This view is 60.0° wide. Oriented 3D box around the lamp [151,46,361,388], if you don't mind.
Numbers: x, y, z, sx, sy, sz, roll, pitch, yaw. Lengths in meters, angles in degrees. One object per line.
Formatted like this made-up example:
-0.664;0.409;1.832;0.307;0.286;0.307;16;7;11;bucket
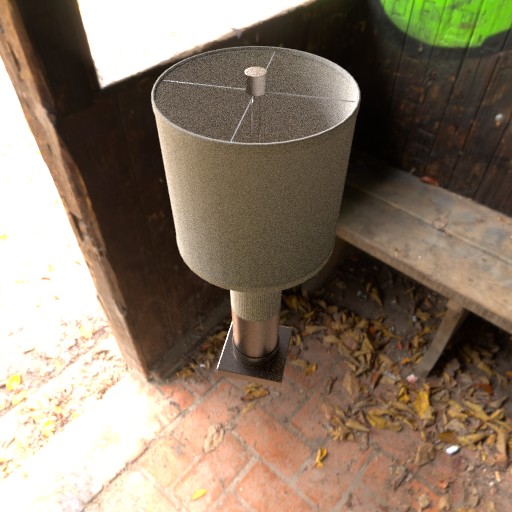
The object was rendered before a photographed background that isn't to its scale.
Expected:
0.000;0.000;0.606;0.202;0.509;0.202;10;47;9;lamp
